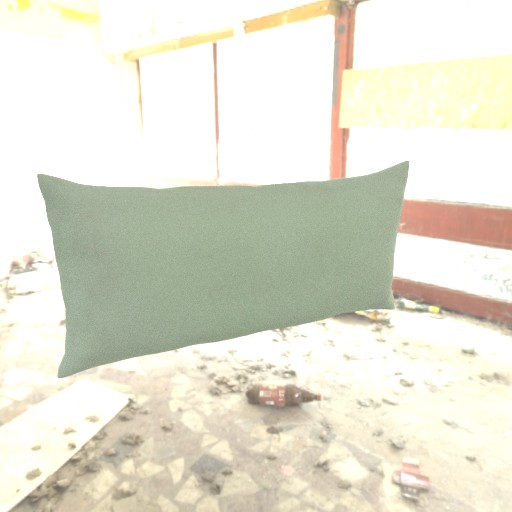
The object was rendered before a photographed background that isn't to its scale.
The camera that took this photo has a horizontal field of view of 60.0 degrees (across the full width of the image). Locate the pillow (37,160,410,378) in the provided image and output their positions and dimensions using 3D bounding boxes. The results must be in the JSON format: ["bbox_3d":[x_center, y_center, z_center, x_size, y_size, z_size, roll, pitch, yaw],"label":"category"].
[{"bbox_3d":[0.000,0.000,0.706,0.610,0.287,0.151,-7,16,-25],"label":"pillow"}]
